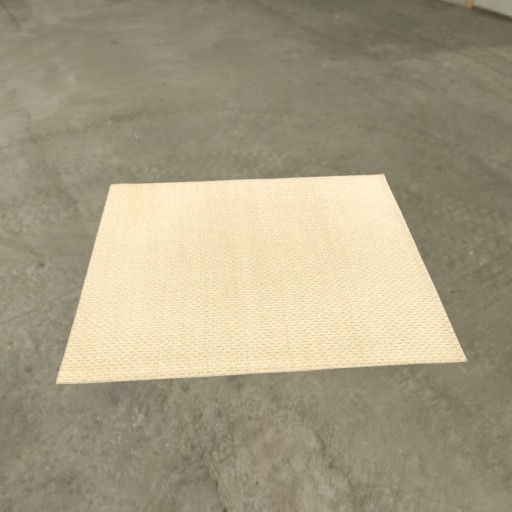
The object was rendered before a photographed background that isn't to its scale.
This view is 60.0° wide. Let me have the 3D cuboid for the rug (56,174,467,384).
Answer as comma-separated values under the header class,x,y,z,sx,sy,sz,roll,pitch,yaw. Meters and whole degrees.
class,x,y,z,sx,sy,sz,roll,pitch,yaw
rug,0.000,0.000,3.892,2.897,0.035,2.277,-3,46,-3
